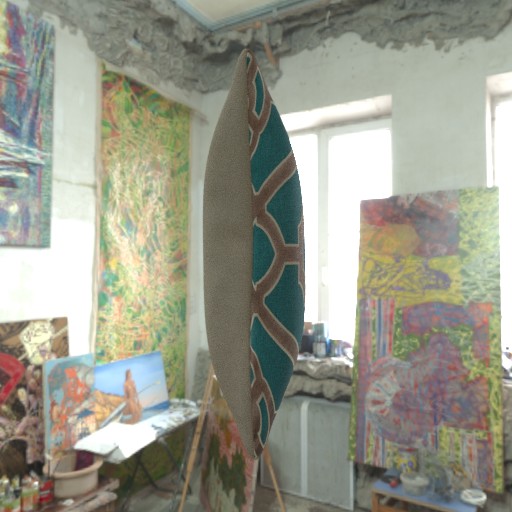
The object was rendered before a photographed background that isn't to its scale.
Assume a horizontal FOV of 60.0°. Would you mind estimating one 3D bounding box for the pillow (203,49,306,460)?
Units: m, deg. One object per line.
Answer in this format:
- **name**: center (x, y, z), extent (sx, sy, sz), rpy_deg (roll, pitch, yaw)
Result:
- **pillow**: center (0.000, 0.000, 0.800), extent (0.166, 0.507, 0.526), rpy_deg (0, -1, 1)
